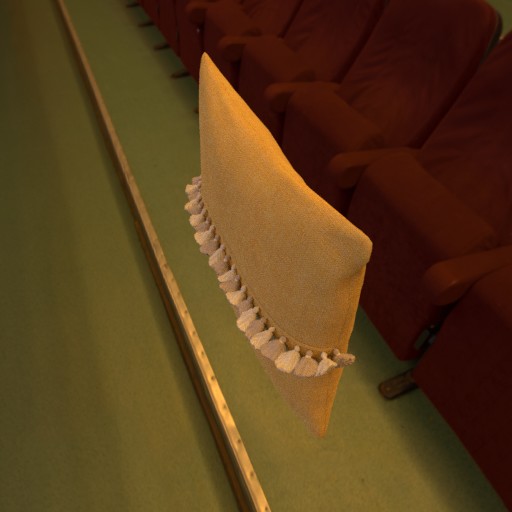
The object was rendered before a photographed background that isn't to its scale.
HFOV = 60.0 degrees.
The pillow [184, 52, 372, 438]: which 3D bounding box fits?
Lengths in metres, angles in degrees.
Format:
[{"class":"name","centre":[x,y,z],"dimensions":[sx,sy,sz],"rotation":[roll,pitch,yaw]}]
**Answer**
[{"class":"pillow","centre":[0.000,0.000,0.733],"dimensions":[0.167,0.481,0.485],"rotation":[-18,50,-16]}]
